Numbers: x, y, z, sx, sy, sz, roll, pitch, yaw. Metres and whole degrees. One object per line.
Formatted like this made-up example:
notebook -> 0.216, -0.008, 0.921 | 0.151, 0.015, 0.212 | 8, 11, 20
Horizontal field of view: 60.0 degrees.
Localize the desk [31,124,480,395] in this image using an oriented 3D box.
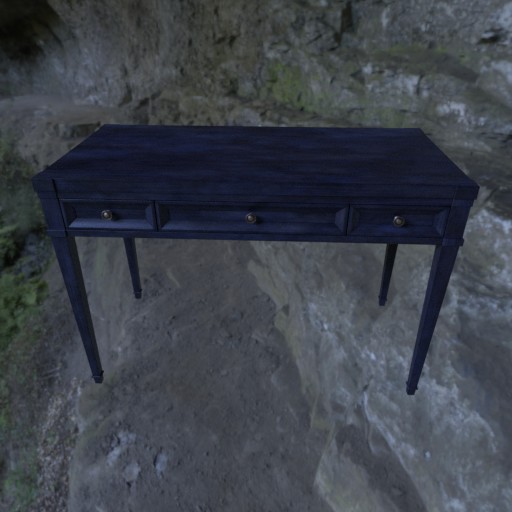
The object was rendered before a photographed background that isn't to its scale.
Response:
desk -> 0.000, 0.000, 1.758 | 1.289, 0.861, 0.630 | 1, 31, 2
